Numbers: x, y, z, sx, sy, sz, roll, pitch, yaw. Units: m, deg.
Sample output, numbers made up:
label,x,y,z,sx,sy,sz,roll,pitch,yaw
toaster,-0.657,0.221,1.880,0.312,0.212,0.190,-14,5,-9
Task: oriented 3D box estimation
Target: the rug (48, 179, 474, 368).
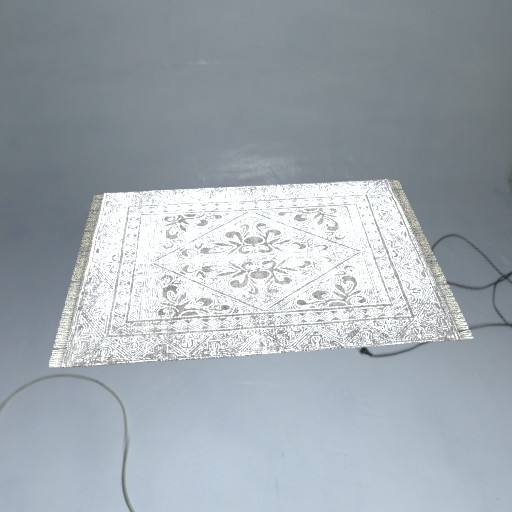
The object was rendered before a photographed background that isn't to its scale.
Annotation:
label,x,y,z,sx,sy,sz,roll,pitch,yaw
rug,0.000,0.000,3.040,2.440,0.010,1.529,-3,47,-3
